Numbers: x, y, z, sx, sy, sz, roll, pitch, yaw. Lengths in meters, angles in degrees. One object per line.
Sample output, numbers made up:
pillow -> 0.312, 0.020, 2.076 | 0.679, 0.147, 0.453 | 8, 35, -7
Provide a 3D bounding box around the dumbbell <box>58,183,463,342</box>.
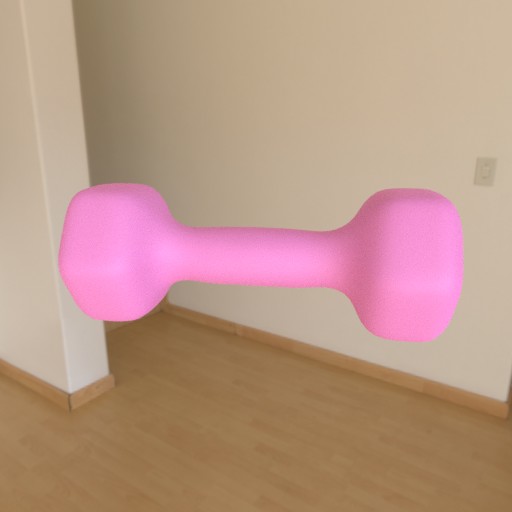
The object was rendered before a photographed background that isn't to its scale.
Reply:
dumbbell -> 0.000, 0.000, 0.188 | 0.159, 0.058, 0.064 | 3, 15, 9
